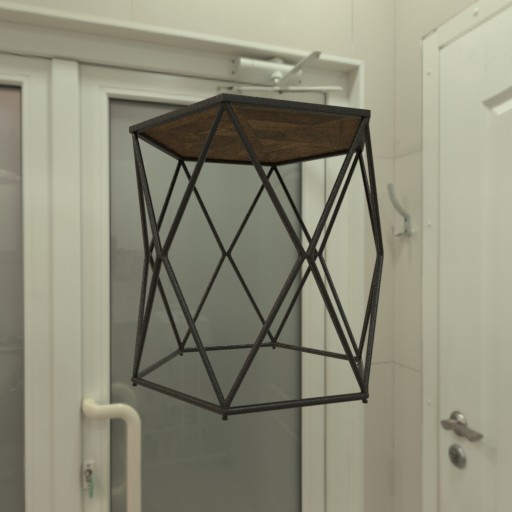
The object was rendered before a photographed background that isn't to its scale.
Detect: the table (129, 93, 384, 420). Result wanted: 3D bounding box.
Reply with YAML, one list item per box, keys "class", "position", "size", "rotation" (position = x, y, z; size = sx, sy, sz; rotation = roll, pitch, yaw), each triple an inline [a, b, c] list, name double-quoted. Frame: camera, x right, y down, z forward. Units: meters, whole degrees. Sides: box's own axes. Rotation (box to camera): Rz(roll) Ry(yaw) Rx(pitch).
- class: "table"
  position: [0.000, 0.000, 1.051]
  size: [0.578, 0.564, 0.579]
  rotation: [0, 1, -18]
